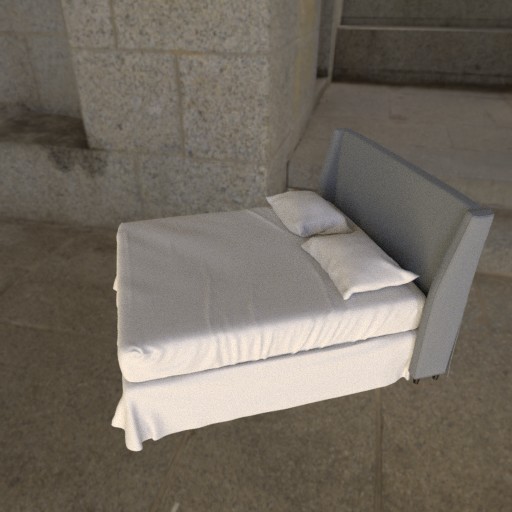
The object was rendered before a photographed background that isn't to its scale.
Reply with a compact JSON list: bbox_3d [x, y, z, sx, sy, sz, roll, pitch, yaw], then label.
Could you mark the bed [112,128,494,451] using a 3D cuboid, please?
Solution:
[{"bbox_3d":[0.000,0.000,3.323,2.276,1.332,1.925,-8,32,-13],"label":"bed"}]
